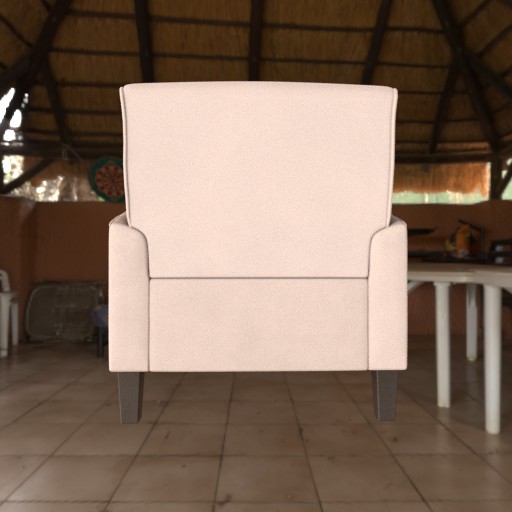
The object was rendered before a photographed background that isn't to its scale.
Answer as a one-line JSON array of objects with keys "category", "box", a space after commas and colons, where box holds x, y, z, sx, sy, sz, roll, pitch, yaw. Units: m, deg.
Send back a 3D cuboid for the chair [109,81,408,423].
[{"category": "chair", "box": [0.000, 0.000, 1.547, 0.820, 0.915, 0.820, 0, 0, -1]}]
